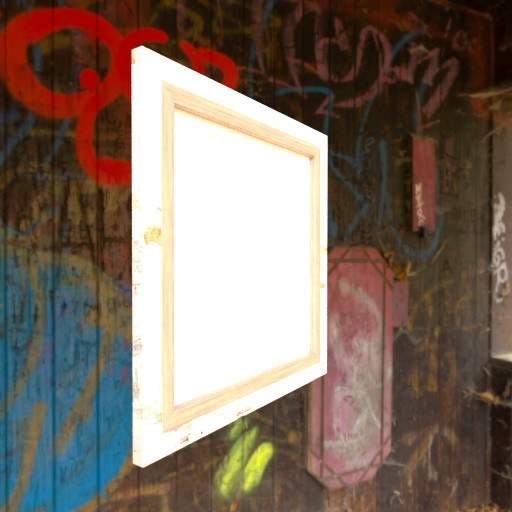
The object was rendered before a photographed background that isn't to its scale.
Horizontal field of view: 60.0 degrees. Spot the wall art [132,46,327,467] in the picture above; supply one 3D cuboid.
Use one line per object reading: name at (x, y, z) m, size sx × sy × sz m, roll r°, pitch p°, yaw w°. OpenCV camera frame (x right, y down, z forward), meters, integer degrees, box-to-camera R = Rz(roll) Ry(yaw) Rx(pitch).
wall art at (0.000, 0.000, 1.495) m, size 0.040 × 1.018 × 1.015 m, roll 0°, pitch 1°, yaw 35°
